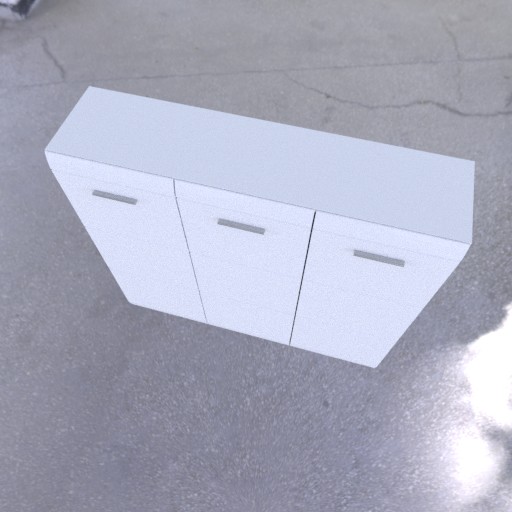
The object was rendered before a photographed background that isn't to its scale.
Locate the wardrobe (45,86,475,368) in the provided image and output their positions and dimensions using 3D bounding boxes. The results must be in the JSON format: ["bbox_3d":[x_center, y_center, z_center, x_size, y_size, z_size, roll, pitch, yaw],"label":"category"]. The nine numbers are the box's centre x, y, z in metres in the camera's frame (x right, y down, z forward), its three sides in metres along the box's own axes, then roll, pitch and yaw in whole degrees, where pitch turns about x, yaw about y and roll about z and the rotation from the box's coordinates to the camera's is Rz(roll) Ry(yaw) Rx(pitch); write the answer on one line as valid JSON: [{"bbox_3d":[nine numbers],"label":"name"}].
[{"bbox_3d":[0.000,0.000,1.925,1.340,1.200,0.360,13,60,8],"label":"wardrobe"}]
